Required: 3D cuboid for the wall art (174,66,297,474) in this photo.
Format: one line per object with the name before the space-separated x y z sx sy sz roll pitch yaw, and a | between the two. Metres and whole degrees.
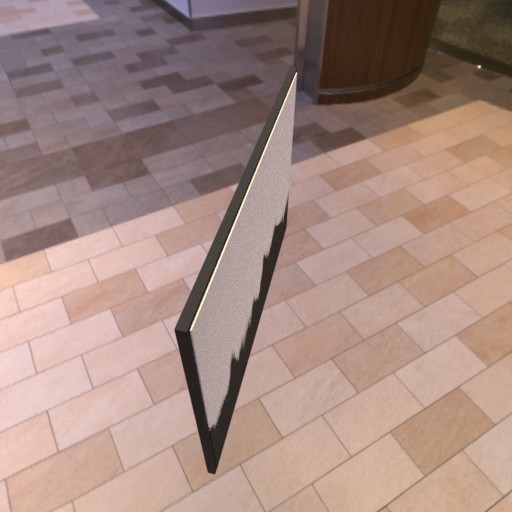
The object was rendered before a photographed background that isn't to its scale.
wall art | 0.000 0.000 1.523 0.028 0.805 1.190 10 47 9
